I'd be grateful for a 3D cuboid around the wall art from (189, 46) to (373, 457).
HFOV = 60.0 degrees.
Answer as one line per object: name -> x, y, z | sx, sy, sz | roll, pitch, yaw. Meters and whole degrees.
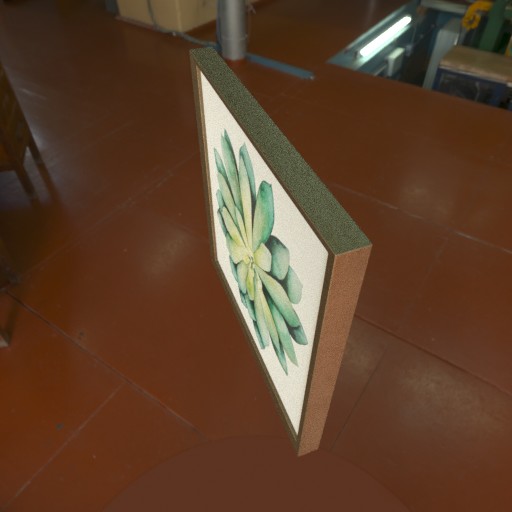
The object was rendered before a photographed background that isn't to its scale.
wall art -> 0.000, 0.000, 0.754 | 0.040, 0.506, 0.503 | -16, 48, -15
